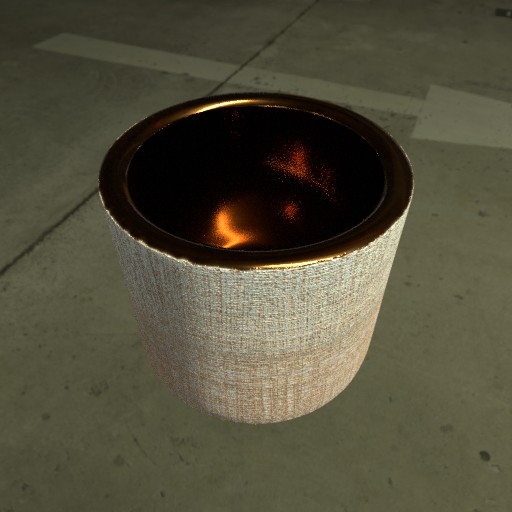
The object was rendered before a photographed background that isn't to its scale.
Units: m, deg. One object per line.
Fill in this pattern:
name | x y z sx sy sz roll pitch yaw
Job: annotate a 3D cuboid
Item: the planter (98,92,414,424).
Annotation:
planter | 0.000 0.000 0.305 0.177 0.157 0.177 0 45 0
